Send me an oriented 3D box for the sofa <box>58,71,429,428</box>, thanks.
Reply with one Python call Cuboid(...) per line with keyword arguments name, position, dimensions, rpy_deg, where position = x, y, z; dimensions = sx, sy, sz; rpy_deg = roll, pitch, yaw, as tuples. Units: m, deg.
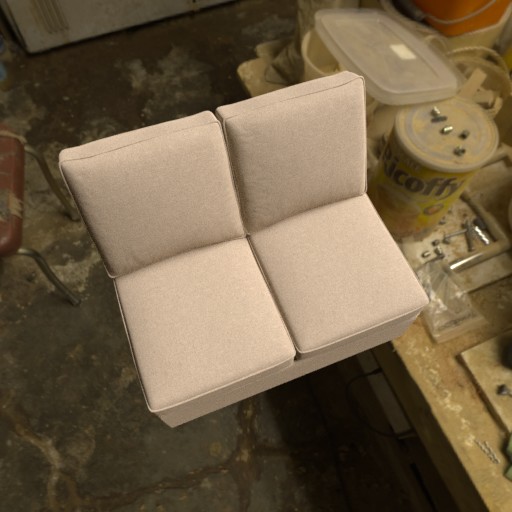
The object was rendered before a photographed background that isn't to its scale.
Cuboid(name="sofa", position=(0.000, 0.000, 1.924), dimensions=(1.237, 1.008, 0.951), rpy_deg=(-19, 64, -10))
